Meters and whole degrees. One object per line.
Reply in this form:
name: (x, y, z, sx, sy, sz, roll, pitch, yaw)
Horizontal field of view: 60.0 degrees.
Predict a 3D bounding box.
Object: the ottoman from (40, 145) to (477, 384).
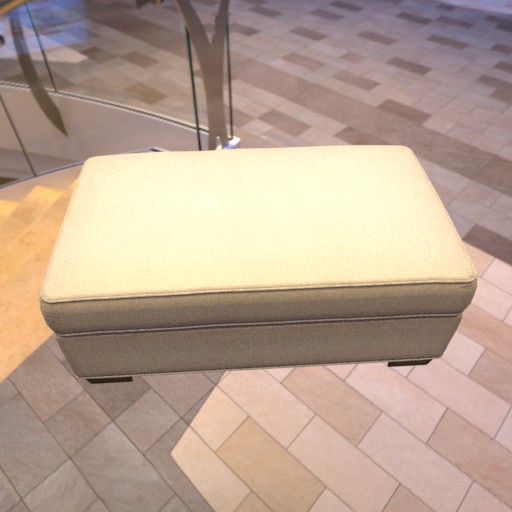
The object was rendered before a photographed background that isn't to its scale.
ottoman: (0.000, 0.000, 1.397, 1.097, 0.461, 0.617, -3, 47, -2)
